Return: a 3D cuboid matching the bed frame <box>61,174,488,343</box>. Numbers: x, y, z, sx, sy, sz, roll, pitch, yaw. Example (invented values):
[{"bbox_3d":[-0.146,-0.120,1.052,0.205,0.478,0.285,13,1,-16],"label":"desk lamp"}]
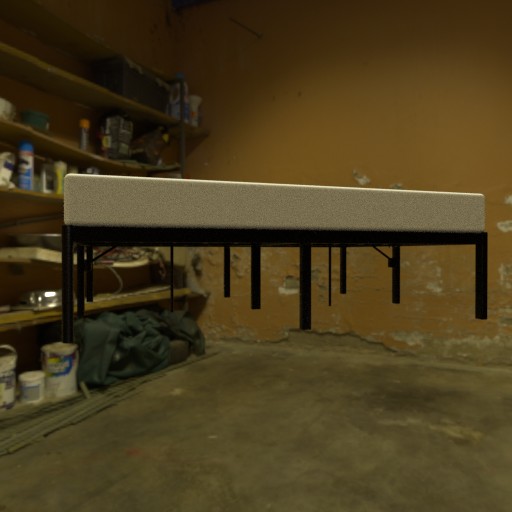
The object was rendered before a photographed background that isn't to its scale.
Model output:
[{"bbox_3d":[0.000,0.000,2.741,2.072,0.659,1.557,0,1,-17],"label":"bed frame"}]
